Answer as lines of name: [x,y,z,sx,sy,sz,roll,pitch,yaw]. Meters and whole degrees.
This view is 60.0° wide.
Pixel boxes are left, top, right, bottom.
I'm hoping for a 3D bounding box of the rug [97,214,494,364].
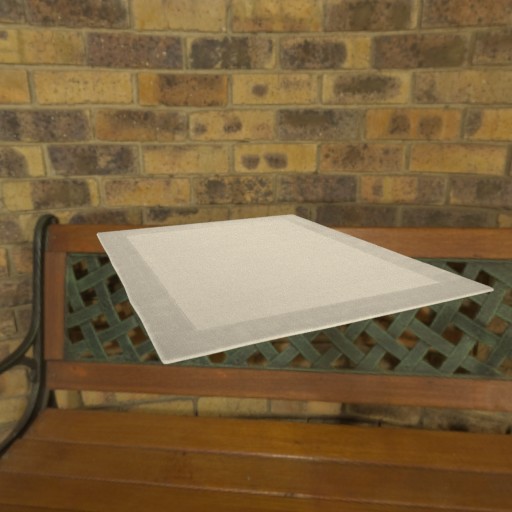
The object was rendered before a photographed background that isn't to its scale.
rug: [0.000,0.000,3.998,2.430,0.018,2.976,-8,18,-24]
